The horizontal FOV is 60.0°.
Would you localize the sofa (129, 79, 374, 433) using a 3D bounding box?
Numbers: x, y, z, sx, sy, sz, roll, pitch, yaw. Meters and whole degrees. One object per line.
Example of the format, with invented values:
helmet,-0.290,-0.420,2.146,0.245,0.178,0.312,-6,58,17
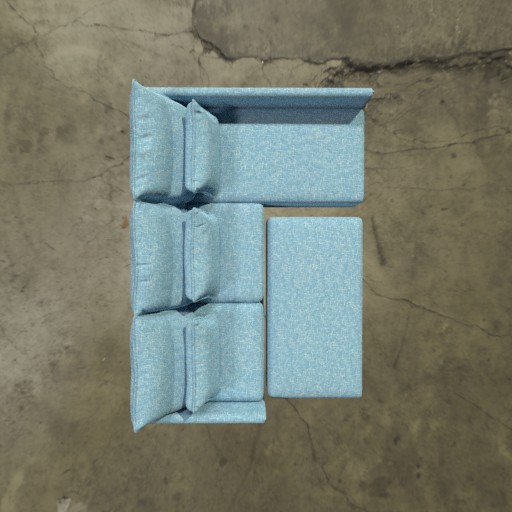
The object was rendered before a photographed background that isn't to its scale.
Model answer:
sofa,0.000,0.000,2.838,1.420,0.899,2.034,0,91,-1
